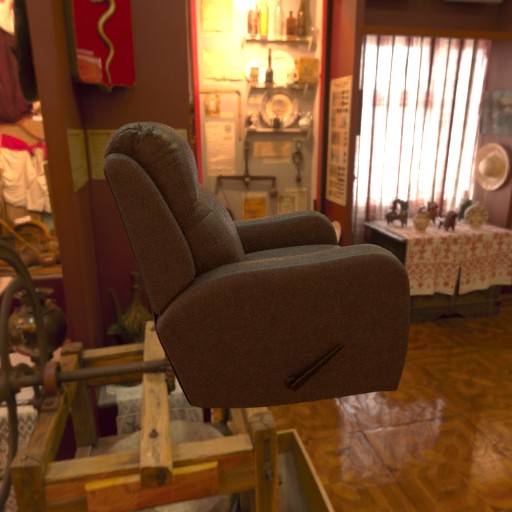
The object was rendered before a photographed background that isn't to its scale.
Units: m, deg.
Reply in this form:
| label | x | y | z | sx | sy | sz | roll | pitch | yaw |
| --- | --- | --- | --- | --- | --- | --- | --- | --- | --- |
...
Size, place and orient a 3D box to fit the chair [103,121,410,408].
| label | x | y | z | sx | sy | sz | roll | pitch | yaw |
| --- | --- | --- | --- | --- | --- | --- | --- | --- | --- |
| chair | 0.000 | 0.000 | 1.835 | 1.067 | 1.067 | 0.865 | -3 | 17 | -11 |
